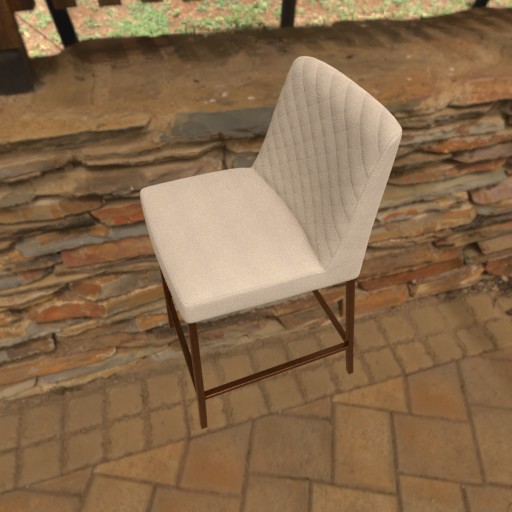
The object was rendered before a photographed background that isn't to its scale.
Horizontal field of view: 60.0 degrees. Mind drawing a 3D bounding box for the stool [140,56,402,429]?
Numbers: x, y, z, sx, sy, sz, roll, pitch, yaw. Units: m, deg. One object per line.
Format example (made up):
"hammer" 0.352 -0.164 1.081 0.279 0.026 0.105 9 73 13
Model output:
"stool" 0.000 0.000 1.330 0.576 0.973 0.507 -15 47 -15
